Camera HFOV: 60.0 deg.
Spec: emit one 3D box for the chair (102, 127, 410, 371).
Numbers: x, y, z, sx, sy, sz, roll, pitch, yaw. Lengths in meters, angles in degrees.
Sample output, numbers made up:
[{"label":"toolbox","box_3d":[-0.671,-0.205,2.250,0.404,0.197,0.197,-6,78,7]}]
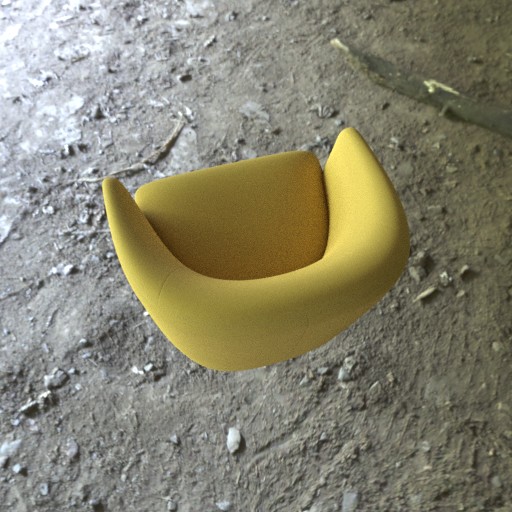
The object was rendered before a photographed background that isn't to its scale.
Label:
[{"label":"chair","box_3d":[0.000,0.000,1.372,0.773,0.698,0.767,-14,59,-9]}]
